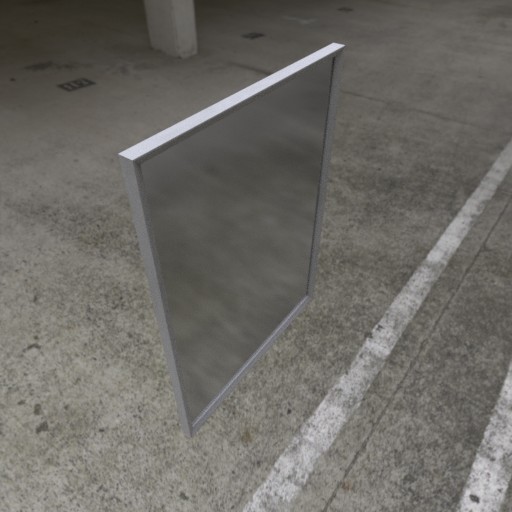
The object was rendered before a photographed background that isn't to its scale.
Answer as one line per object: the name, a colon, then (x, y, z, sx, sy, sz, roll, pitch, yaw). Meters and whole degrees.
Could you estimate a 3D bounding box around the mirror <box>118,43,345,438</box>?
mirror: (0.000, 0.000, 1.330, 0.041, 1.016, 0.762, 26, 48, 26)
